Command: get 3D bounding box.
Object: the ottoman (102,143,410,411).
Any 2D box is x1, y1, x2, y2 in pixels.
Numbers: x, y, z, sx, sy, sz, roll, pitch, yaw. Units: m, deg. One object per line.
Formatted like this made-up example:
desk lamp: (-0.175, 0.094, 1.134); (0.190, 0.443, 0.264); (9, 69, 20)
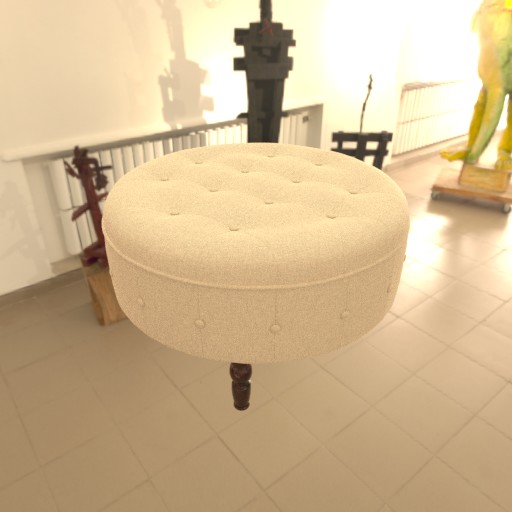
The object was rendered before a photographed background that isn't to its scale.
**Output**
ottoman: (0.000, 0.000, 1.355); (0.848, 0.494, 0.848); (0, 30, 0)
